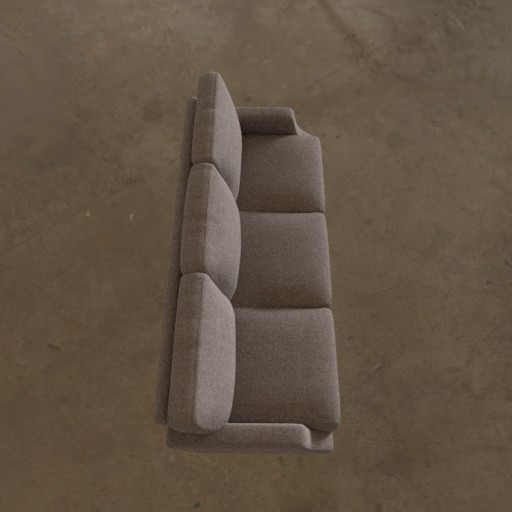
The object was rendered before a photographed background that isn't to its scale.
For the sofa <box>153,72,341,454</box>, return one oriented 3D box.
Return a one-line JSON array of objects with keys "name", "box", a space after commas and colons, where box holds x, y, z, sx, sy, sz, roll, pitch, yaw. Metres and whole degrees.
[{"name": "sofa", "box": [0.000, 0.000, 2.626, 0.888, 0.984, 2.115, 0, 63, 0]}]
